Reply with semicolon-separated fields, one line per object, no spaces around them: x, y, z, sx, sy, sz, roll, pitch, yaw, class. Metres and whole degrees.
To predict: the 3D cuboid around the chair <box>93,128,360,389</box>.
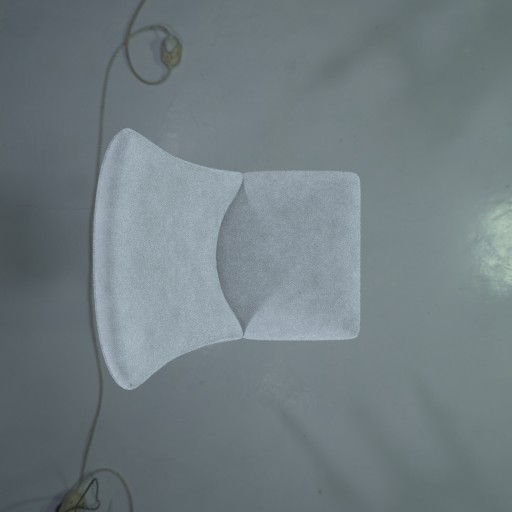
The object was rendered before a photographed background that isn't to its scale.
0.000;0.000;1.241;0.610;0.902;0.495;0;91;-1;chair
